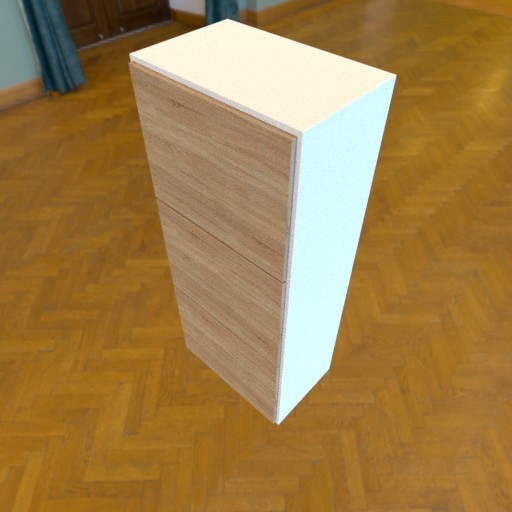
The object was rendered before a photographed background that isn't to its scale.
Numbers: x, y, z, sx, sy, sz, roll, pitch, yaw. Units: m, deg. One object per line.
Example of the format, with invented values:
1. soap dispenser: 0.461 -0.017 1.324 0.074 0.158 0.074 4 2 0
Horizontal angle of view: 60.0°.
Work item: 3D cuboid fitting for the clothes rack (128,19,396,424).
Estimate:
1. clothes rack: 0.000 0.000 1.383 0.500 1.187 0.331 34 54 28
